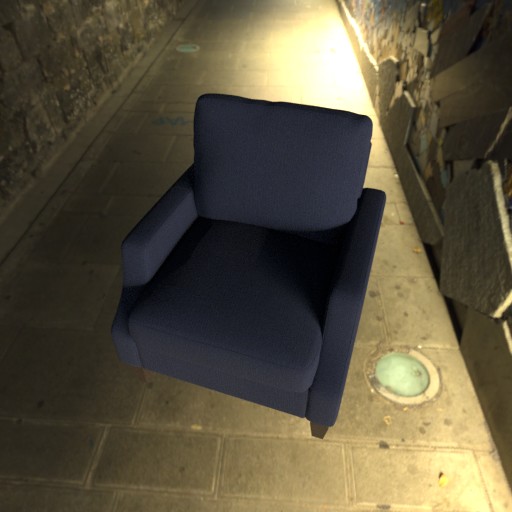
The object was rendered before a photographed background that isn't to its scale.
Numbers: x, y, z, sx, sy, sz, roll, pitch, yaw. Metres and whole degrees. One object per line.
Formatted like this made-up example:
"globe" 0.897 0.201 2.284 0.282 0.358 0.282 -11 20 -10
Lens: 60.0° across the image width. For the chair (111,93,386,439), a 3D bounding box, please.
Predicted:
"chair" 0.000 0.000 1.701 0.855 0.991 0.897 13 43 14
